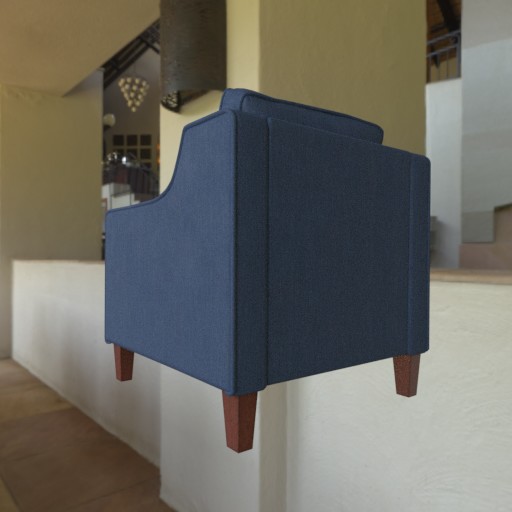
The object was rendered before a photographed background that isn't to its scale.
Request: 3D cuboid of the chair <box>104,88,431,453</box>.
[{"bbox_3d":[0.000,0.000,1.635,0.831,0.960,0.909,0,0,-37],"label":"chair"}]
